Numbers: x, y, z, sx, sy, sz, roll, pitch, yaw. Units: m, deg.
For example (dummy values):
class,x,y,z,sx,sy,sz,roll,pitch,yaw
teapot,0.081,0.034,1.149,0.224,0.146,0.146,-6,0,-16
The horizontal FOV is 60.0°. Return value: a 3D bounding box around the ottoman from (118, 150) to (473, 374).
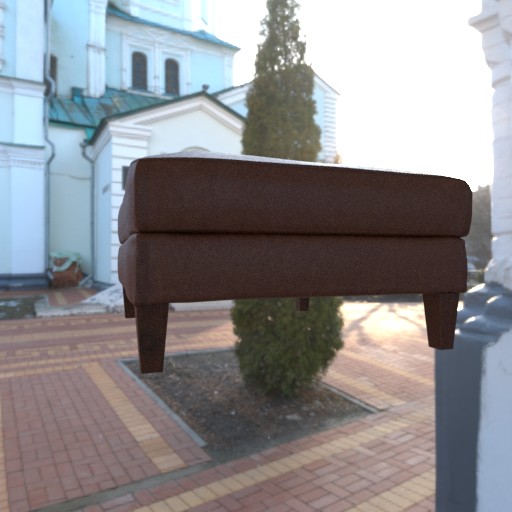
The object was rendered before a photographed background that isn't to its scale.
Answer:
class,x,y,z,sx,sy,sz,roll,pitch,yaw
ottoman,0.000,0.000,1.423,0.836,0.472,0.987,0,0,-18
